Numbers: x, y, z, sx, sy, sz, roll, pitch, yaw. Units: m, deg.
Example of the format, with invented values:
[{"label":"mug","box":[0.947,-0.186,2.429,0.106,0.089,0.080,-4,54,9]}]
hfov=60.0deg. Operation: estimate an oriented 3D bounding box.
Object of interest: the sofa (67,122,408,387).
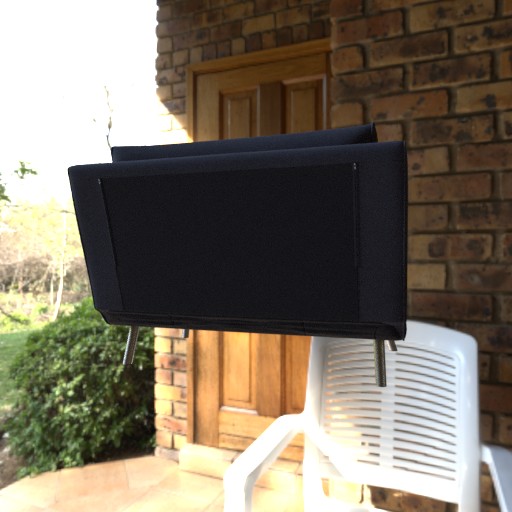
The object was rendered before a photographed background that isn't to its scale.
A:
[{"label":"sofa","box":[0.000,0.000,1.899,1.220,0.910,0.910,0,0,18]}]
